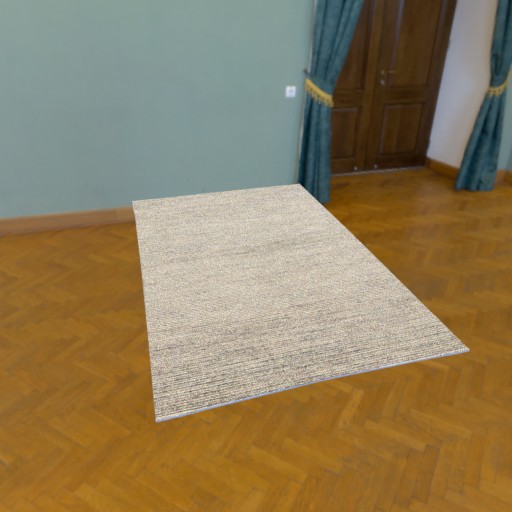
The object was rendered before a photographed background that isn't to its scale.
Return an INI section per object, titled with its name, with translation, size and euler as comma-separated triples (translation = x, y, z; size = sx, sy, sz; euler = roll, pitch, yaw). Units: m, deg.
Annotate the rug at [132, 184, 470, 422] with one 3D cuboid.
[rug]
translation = 0.000, 0.000, 2.264
size = 1.162, 0.022, 1.804
euler = -8, 31, -14
